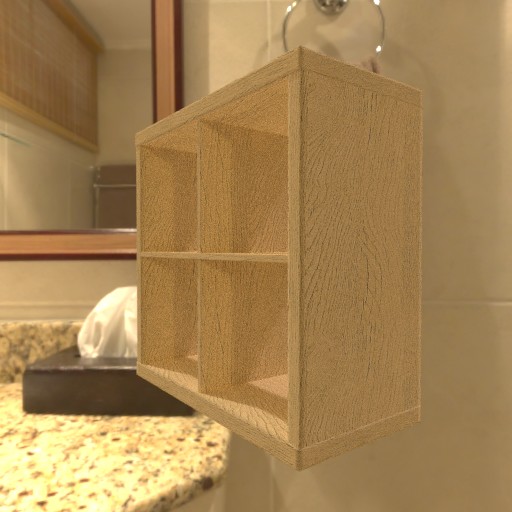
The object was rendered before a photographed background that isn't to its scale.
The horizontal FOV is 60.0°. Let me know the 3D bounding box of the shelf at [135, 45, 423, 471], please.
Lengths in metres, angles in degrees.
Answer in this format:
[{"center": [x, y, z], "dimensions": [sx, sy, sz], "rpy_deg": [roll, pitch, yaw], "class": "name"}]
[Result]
[{"center": [0.000, 0.000, 1.250], "dimensions": [0.390, 0.786, 0.790], "rpy_deg": [-1, 1, -37], "class": "shelf"}]
